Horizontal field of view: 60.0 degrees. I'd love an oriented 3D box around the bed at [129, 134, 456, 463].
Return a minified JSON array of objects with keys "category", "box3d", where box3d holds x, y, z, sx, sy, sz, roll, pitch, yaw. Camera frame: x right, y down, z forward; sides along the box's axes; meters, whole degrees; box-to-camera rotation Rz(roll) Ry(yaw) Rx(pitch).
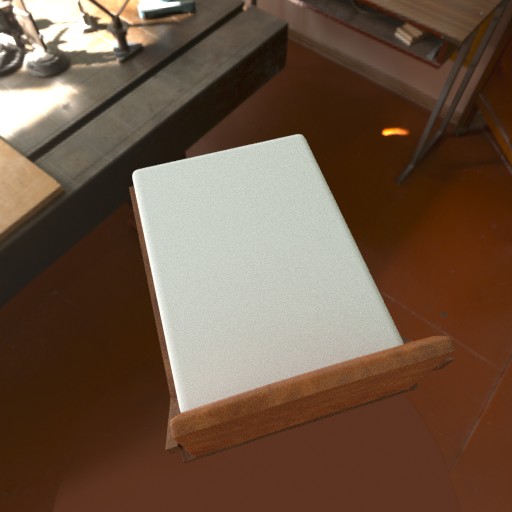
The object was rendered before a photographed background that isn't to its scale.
[{"category":"bed","box3d":[0.000,0.000,3.231,1.651,1.168,2.311,-14,61,-8]}]
